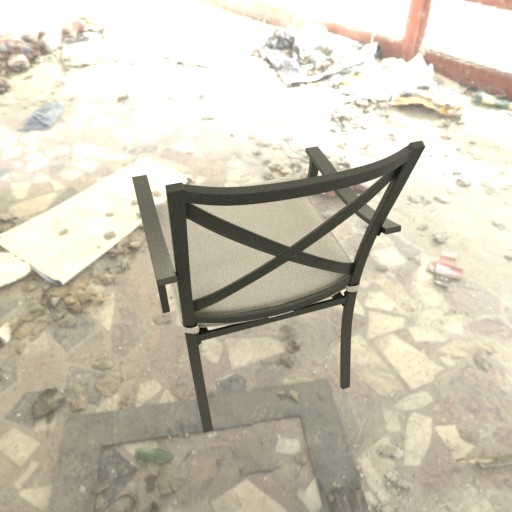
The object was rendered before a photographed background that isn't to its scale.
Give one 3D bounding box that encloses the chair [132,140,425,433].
[{"bbox_3d":[0.000,0.000,1.260,0.575,0.889,0.620,-13,43,-14],"label":"chair"}]
